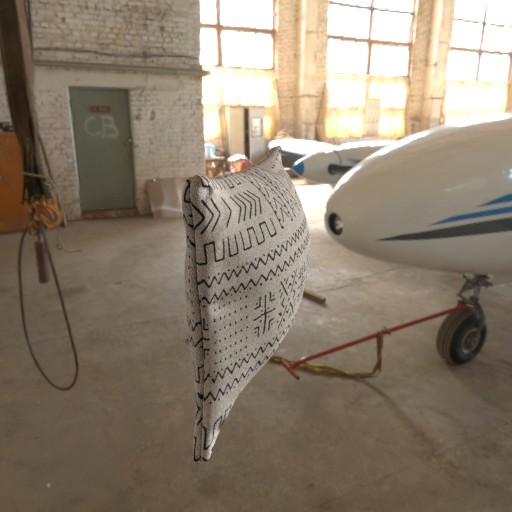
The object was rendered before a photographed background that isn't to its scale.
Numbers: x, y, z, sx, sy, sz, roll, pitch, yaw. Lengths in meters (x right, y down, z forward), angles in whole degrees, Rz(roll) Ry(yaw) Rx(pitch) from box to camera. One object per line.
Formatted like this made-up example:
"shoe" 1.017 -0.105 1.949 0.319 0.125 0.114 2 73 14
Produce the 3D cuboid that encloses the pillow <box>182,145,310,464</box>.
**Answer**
"pillow" 0.000 0.000 0.784 0.188 0.352 0.637 3 17 10
